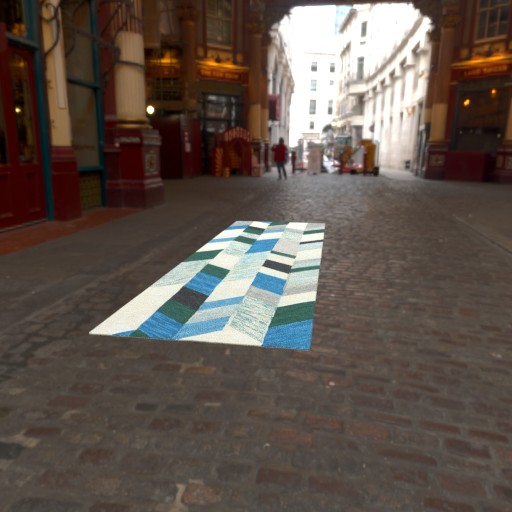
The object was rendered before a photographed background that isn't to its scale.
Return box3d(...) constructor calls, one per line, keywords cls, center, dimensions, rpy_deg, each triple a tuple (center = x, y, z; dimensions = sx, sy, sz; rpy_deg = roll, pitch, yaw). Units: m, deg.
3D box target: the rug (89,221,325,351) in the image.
box3d(cls="rug", center=(0.000, 0.000, 2.655), dimensions=(0.774, 0.008, 2.437), rpy_deg=(2, 14, 10))
